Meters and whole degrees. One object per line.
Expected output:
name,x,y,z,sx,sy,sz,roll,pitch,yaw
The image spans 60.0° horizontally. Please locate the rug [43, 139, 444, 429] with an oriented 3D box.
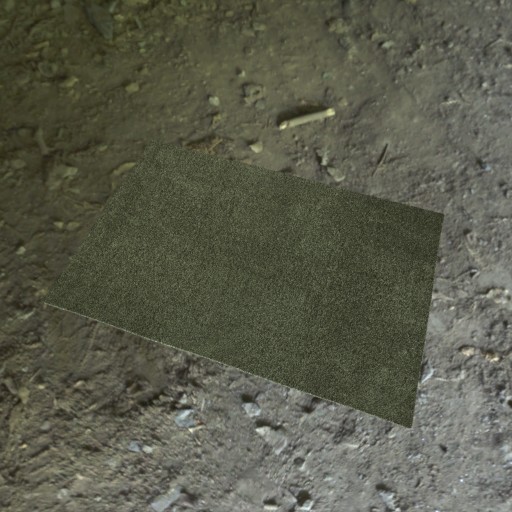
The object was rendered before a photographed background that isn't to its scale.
rug,0.000,0.000,3.481,2.699,0.026,1.802,16,59,10
